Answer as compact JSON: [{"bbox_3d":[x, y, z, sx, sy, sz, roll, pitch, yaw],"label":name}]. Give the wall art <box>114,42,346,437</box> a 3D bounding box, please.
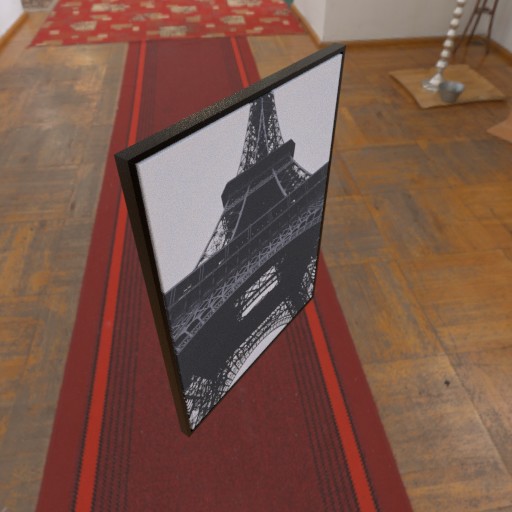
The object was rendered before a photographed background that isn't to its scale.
[{"bbox_3d":[0.000,0.000,1.391,0.040,1.062,0.805,27,49,27],"label":"wall art"}]
